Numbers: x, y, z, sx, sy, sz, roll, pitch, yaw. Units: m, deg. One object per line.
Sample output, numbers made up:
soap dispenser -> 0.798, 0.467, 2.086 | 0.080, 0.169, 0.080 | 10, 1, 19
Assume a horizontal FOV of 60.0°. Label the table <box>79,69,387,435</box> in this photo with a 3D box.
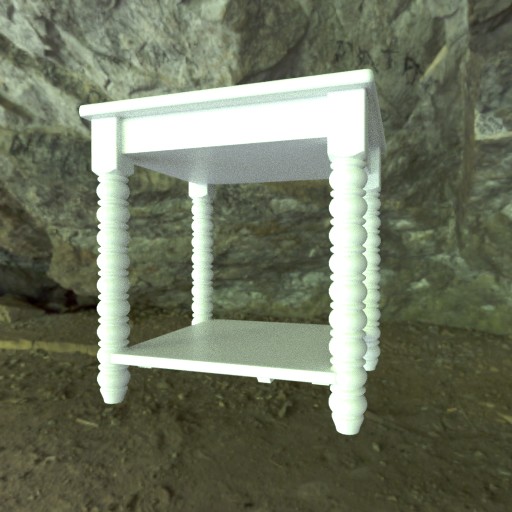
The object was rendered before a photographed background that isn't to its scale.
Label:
table -> 0.000, 0.000, 0.977 | 0.533, 0.563, 0.500 | 0, 1, 19
